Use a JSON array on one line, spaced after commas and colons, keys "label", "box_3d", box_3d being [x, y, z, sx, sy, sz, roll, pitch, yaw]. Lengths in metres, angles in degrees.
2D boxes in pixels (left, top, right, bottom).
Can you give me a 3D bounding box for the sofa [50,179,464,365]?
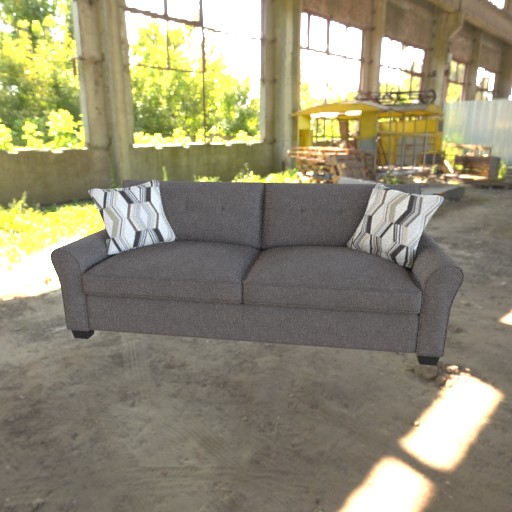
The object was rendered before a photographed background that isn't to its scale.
[{"label": "sofa", "box_3d": [0.000, 0.000, 2.558, 2.032, 0.813, 0.889, 2, 15, 9]}]
